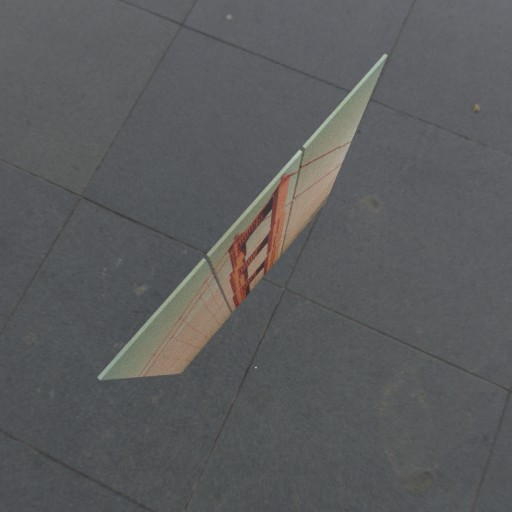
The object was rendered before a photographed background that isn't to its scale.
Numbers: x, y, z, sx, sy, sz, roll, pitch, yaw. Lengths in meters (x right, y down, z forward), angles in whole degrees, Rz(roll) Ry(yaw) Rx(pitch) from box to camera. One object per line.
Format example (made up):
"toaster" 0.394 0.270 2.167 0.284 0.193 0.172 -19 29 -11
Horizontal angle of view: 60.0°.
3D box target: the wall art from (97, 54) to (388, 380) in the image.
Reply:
"wall art" 0.000 0.000 2.248 0.013 1.523 1.517 39 79 9
